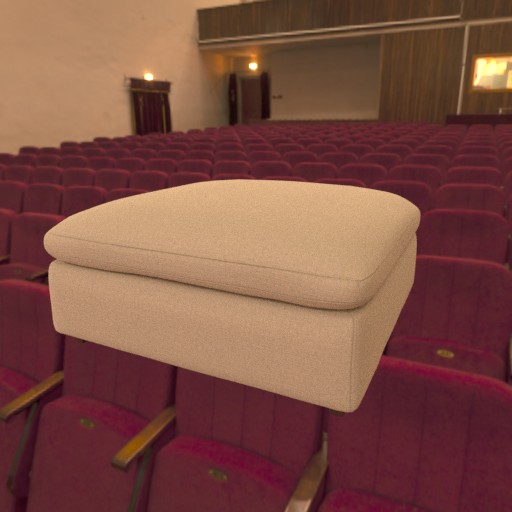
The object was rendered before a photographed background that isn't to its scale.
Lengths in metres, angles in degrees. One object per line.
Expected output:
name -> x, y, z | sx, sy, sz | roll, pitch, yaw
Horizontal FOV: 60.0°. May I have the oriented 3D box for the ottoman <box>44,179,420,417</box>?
ottoman -> 0.000, 0.000, 1.534 | 0.977, 0.467, 0.996 | 8, 18, 25
